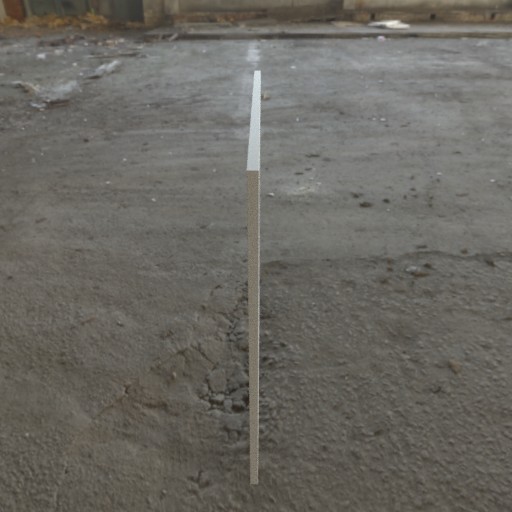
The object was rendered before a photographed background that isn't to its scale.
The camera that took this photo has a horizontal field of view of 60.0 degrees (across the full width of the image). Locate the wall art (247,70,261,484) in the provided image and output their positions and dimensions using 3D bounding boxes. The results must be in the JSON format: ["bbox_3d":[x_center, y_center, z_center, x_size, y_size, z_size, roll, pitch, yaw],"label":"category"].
[{"bbox_3d":[0.000,0.000,0.987,0.015,0.660,0.660,0,32,1],"label":"wall art"}]
